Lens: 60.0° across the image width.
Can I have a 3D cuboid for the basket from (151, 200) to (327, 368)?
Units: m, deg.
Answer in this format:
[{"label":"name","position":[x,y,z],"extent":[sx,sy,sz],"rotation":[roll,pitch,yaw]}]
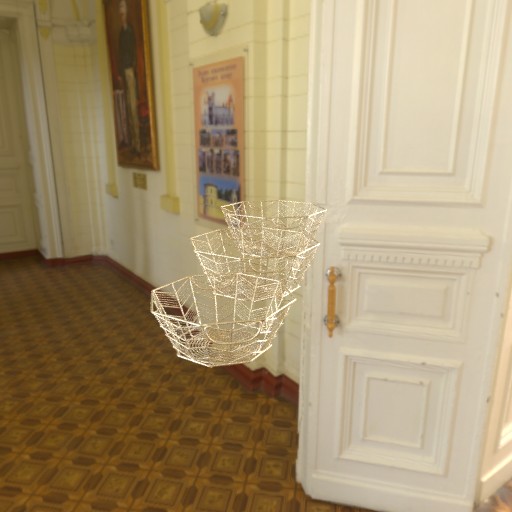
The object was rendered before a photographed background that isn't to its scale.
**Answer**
[{"label":"basket","position":[0.000,0.000,1.422],"extent":[0.432,0.178,1.246],"rotation":[3,16,9]}]
